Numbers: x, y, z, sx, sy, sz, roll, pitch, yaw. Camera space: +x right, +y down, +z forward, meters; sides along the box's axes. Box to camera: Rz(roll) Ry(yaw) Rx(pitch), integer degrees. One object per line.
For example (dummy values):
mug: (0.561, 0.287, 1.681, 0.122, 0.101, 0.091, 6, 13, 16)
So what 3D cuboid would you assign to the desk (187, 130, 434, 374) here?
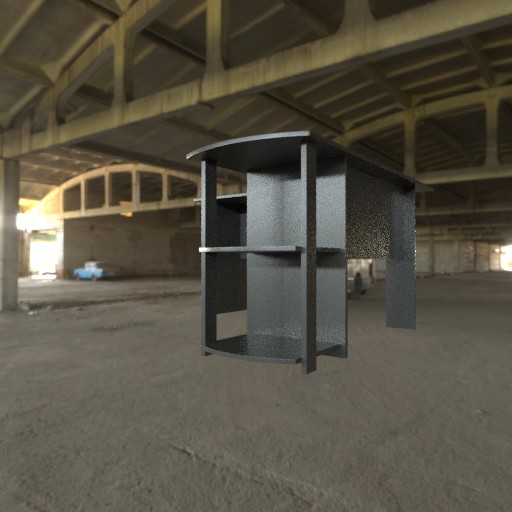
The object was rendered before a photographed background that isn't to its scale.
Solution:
desk: (0.000, 0.000, 2.153, 1.303, 0.716, 1.361, 0, 0, 37)
